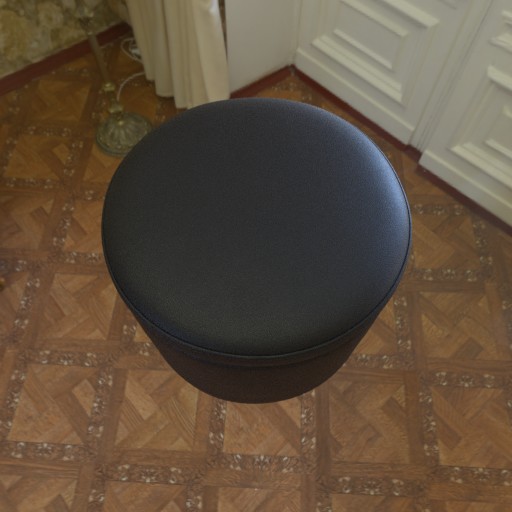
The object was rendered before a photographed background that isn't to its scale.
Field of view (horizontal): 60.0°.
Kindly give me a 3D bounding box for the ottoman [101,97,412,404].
[{"bbox_3d":[0.000,0.000,0.863,0.501,0.409,0.501,0,62,0],"label":"ottoman"}]
